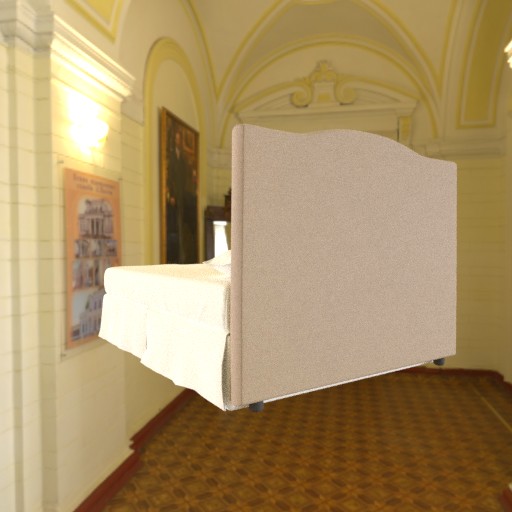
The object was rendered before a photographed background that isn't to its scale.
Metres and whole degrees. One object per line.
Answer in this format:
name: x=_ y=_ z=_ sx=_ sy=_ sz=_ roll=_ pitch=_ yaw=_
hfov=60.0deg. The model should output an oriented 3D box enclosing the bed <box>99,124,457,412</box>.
bed: x=0.000 y=0.000 z=3.429 sx=1.821 sy=1.436 sz=2.282 roll=-1 pitch=2 yaw=-34
